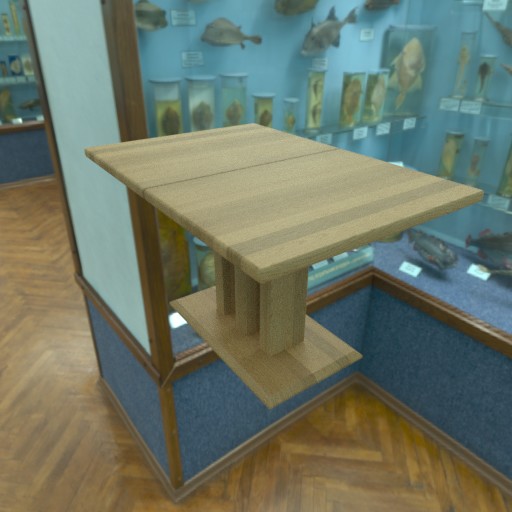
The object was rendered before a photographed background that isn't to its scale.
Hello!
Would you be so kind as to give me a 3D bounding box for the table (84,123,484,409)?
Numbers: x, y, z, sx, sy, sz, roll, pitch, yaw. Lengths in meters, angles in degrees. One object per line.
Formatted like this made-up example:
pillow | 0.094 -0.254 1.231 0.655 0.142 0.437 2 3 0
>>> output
table | 0.000 0.000 1.850 0.900 0.770 1.300 -18 33 -31
